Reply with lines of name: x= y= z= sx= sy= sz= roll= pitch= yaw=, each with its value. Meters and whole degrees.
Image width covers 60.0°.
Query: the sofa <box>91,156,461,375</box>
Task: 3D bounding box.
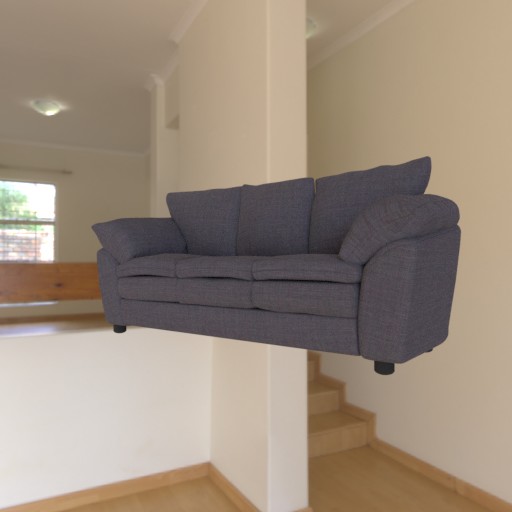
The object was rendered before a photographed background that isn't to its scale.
sofa: x=0.000 y=0.000 z=2.828 sx=2.336 sy=1.080 sz=0.883 roll=-1 pitch=-1 yaw=37
